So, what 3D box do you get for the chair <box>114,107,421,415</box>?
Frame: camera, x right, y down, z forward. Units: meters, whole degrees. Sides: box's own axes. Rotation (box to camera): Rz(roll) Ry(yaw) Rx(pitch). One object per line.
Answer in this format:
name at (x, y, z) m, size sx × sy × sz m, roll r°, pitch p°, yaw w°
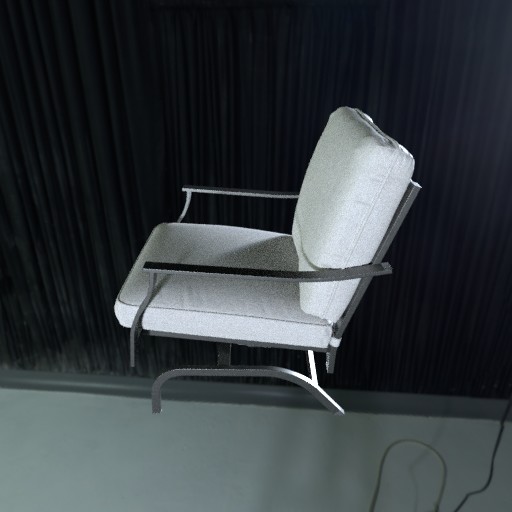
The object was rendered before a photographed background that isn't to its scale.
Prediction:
chair at (0.000, 0.000, 1.432) m, size 0.787 × 0.860 × 0.650 m, roll 0°, pitch 27°, yaw 1°
